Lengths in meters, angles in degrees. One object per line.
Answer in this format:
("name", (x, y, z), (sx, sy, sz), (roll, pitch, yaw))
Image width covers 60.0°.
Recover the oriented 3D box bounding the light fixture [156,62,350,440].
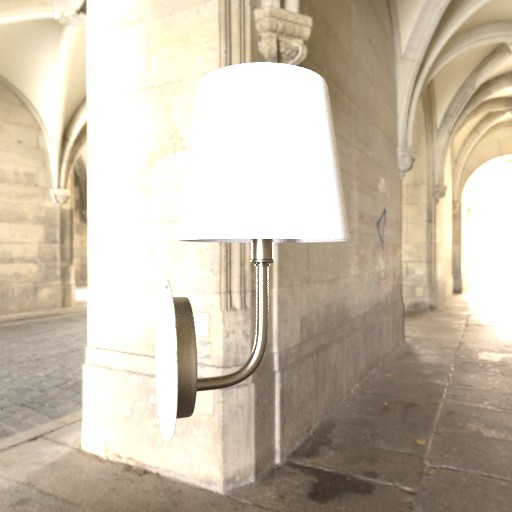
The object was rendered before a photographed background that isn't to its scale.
("light fixture", (0.000, 0.000, 0.446), (0.188, 0.337, 0.168), (0, 0, -17))
